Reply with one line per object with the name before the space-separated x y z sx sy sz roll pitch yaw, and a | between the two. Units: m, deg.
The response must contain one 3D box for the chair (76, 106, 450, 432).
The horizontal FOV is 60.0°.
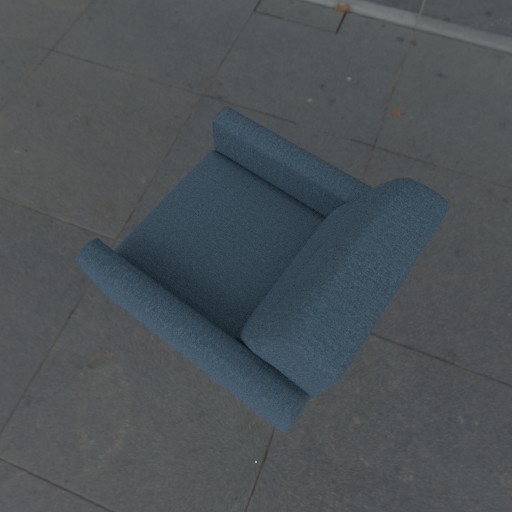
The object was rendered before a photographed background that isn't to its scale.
chair | 0.000 0.000 1.693 0.964 0.940 0.880 34 70 14
